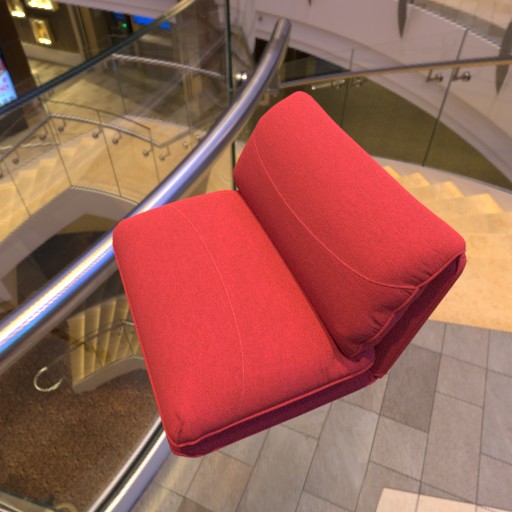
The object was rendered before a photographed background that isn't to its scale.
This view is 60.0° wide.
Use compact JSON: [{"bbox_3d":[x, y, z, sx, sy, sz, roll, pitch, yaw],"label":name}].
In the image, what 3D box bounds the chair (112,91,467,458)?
[{"bbox_3d":[0.000,0.000,1.310,0.780,0.580,0.820,-17,48,-16],"label":"chair"}]
